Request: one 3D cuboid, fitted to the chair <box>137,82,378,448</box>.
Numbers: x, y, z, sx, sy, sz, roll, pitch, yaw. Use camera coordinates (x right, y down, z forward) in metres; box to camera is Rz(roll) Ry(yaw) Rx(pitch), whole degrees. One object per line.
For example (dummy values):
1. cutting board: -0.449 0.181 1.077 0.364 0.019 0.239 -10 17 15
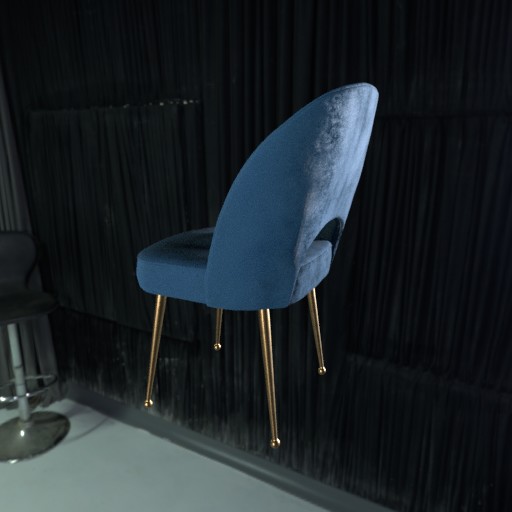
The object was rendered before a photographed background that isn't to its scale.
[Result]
1. chair: 0.000 0.000 1.220 0.577 0.860 0.527 7 17 24
